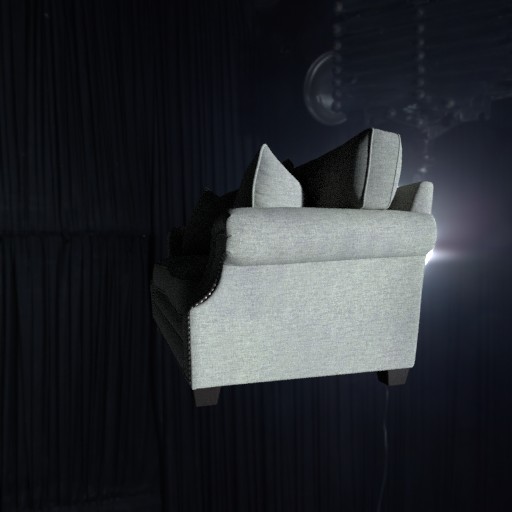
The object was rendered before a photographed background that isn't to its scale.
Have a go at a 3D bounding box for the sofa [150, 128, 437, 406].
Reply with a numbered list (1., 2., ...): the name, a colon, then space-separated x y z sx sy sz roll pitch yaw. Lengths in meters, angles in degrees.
1. sofa: 0.000 0.000 2.296 0.966 0.966 1.701 0 1 -18
